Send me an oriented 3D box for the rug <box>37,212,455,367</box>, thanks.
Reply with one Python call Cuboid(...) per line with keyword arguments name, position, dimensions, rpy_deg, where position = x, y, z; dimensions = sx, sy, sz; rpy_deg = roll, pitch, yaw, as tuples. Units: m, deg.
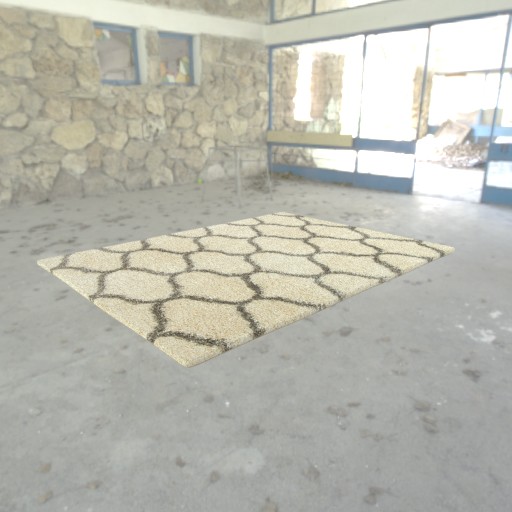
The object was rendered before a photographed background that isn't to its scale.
Cuboid(name="rug", position=(0.000, 0.000, 2.102), dimensions=(1.600, 0.025, 1.200), rpy_deg=(-15, 23, -40))
